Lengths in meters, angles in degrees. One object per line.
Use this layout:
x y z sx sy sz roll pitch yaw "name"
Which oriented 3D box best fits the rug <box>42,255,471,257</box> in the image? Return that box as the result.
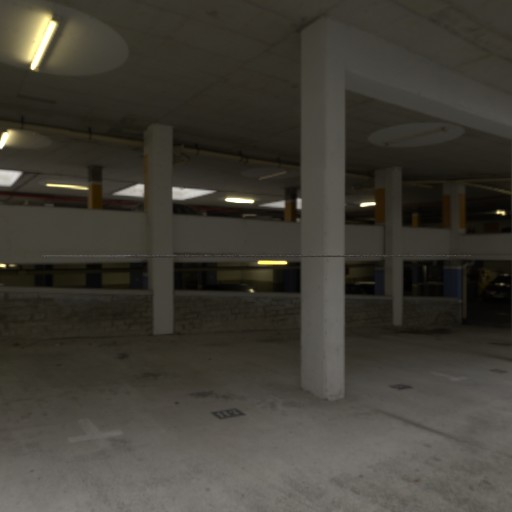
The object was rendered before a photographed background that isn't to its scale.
0.000 0.000 2.833 2.235 0.008 1.600 0 0 -35 "rug"
